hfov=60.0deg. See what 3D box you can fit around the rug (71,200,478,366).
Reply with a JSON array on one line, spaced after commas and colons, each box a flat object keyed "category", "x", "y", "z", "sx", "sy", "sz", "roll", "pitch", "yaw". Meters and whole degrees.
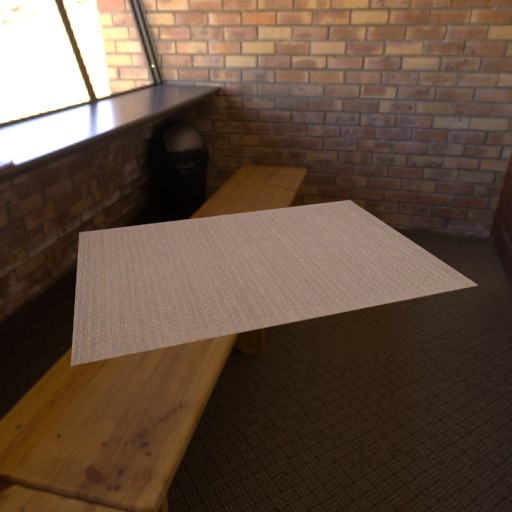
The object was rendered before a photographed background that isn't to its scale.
[{"category": "rug", "x": 0.000, "y": 0.000, "z": 3.797, "sx": 2.895, "sy": 0.006, "sz": 1.981, "roll": -8, "pitch": 28, "yaw": -16}]
